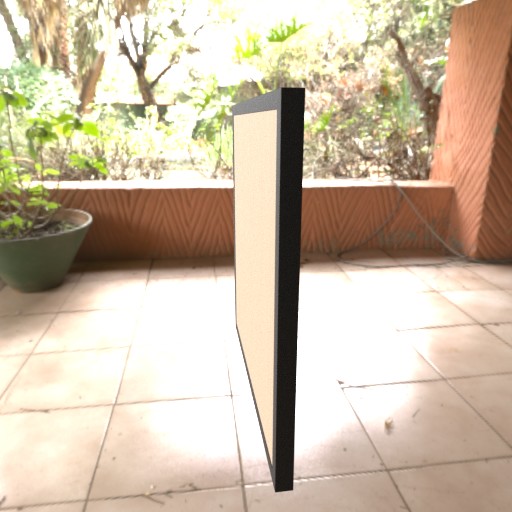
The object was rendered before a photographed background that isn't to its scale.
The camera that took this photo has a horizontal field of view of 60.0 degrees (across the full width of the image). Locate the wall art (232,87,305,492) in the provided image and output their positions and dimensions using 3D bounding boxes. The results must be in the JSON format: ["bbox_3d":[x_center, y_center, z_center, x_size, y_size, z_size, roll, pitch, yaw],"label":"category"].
[{"bbox_3d":[0.000,0.000,0.457,0.015,0.304,0.306,-2,17,-8],"label":"wall art"}]
